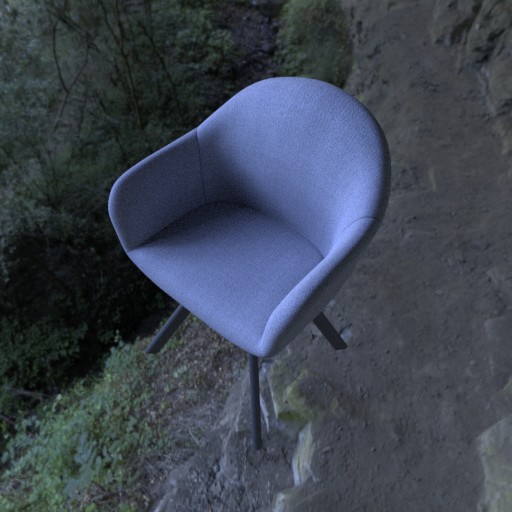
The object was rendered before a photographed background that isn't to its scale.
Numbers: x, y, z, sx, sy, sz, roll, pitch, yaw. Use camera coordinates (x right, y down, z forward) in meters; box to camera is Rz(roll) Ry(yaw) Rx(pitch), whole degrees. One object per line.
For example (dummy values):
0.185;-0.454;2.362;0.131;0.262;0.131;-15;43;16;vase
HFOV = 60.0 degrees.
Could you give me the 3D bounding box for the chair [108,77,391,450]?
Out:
0.000;0.000;1.199;0.590;0.795;0.550;32;54;27;chair
